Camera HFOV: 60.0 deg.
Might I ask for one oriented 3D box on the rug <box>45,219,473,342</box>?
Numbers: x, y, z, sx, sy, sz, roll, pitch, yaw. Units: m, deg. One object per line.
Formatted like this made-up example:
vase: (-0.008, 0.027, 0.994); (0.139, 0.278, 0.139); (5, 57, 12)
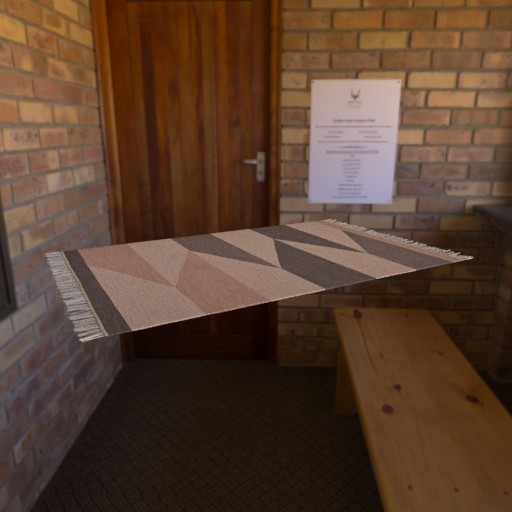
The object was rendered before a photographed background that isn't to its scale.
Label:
rug: (0.000, 0.000, 2.420); (2.021, 0.027, 1.224); (-9, 18, -28)
